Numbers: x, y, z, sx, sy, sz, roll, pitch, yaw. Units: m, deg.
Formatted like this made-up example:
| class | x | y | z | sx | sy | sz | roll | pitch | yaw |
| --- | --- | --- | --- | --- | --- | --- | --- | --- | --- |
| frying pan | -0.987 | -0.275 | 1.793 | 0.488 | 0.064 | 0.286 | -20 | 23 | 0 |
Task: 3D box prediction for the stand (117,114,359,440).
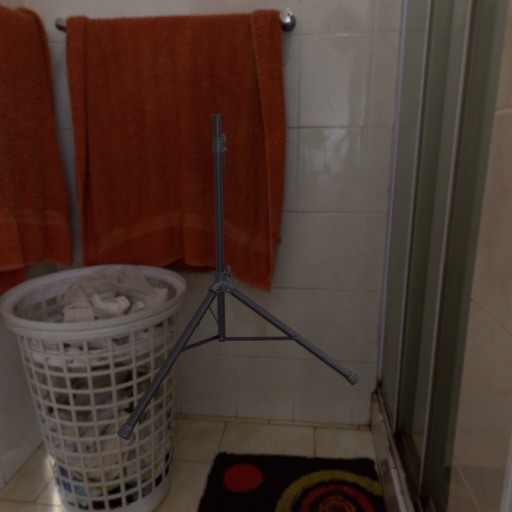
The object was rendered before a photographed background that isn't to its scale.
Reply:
| class | x | y | z | sx | sy | sz | roll | pitch | yaw |
| --- | --- | --- | --- | --- | --- | --- | --- | --- | --- |
| stand | 0.000 | 0.000 | 1.861 | 0.907 | 1.136 | 1.045 | 2 | 15 | 8 |
